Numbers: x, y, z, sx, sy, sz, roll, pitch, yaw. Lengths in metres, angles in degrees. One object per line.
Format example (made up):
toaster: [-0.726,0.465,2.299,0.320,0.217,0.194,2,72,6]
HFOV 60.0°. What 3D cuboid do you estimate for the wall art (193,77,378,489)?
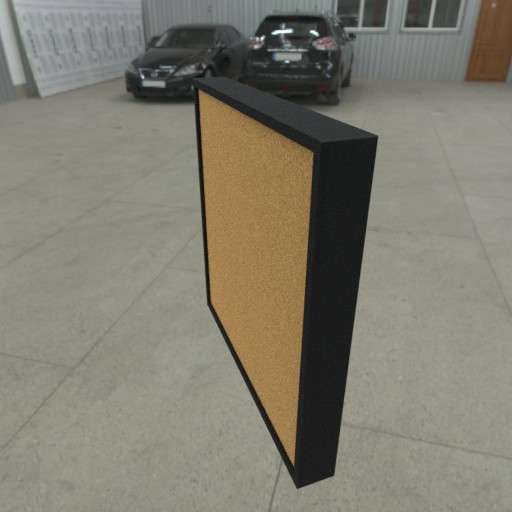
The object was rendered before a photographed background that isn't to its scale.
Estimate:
wall art: [0.000,0.000,0.449,0.037,0.305,0.305,-10,30,-18]
